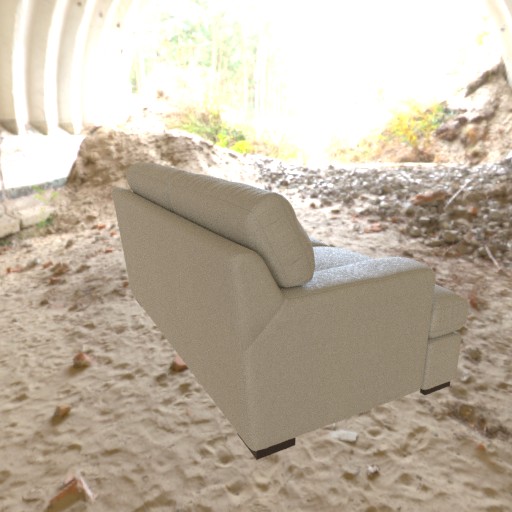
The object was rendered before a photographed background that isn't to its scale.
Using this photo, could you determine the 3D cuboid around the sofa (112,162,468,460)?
[{"bbox_3d":[0.000,0.000,2.402,1.143,0.940,1.880,-8,18,-27],"label":"sofa"}]
